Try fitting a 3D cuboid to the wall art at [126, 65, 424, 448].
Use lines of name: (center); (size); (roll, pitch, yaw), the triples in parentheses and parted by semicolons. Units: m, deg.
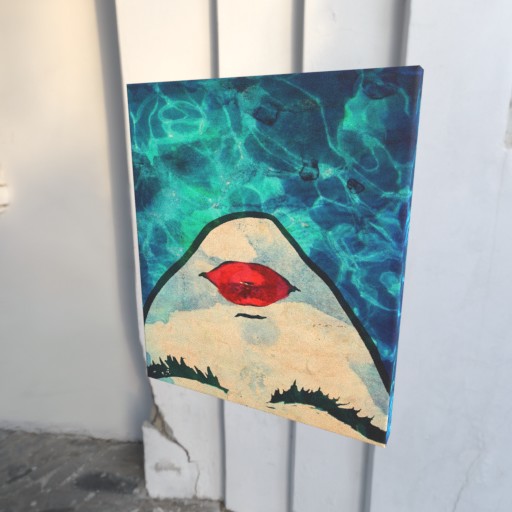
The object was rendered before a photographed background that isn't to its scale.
wall art: (0.000, 0.000, 0.676); (0.432, 0.508, 0.038); (8, 17, 26)
